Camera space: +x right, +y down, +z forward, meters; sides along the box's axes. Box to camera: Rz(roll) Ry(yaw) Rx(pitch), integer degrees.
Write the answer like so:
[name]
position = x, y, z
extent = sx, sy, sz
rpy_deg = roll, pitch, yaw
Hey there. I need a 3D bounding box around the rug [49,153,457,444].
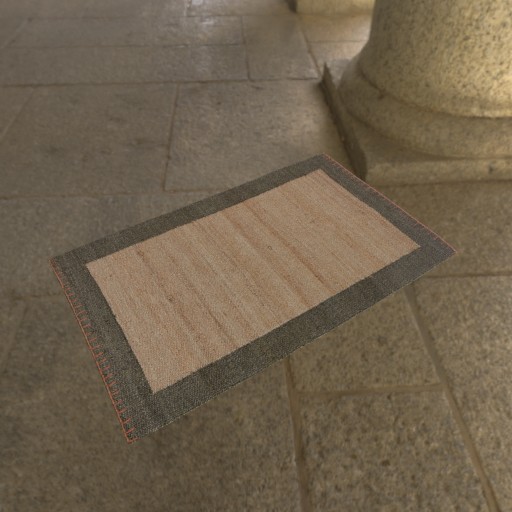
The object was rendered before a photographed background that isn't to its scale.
[rug]
position = 0.000, 0.000, 3.058
extent = 2.435, 0.006, 1.521
rpy_deg = -25, 51, -22
